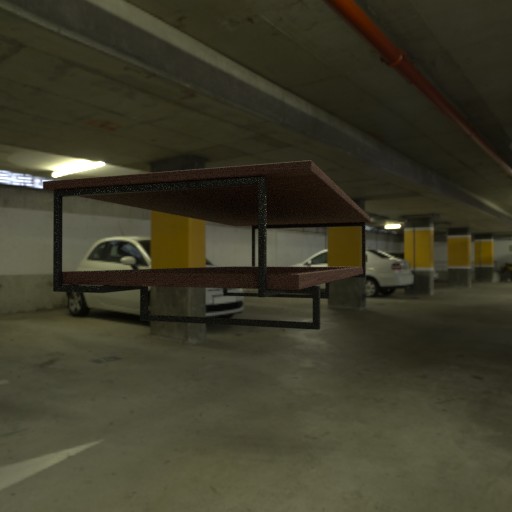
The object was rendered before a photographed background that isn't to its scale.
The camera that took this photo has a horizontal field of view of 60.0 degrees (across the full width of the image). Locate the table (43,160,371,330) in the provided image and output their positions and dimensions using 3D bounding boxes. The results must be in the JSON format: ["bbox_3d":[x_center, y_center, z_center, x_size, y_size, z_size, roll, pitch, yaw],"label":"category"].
[{"bbox_3d":[0.000,0.000,1.508,0.651,0.347,1.197,0,-1,20],"label":"table"}]
